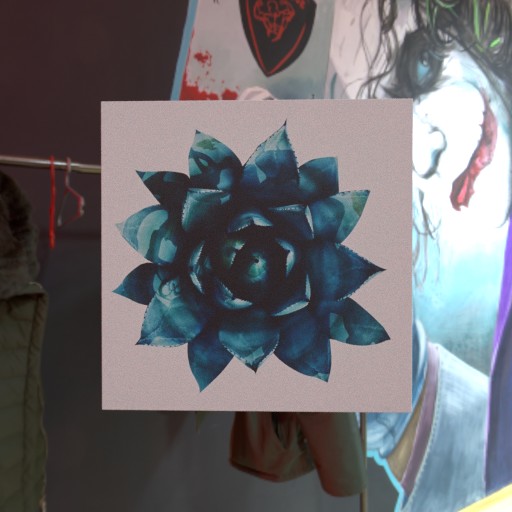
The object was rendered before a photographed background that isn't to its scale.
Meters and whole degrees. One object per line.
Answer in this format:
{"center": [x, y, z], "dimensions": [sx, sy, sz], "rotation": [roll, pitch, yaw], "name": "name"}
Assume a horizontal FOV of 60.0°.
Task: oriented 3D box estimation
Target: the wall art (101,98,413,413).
{"center": [0.000, 0.000, 0.453], "dimensions": [0.305, 0.305, 0.038], "rotation": [0, 1, 2], "name": "wall art"}
